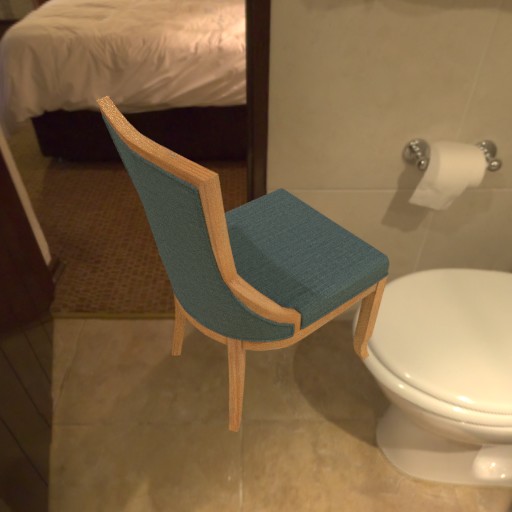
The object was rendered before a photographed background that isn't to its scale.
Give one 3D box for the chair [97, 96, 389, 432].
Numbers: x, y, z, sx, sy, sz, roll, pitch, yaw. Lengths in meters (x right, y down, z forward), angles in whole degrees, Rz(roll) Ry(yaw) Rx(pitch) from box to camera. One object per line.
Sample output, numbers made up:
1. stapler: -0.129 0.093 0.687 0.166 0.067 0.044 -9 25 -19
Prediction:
1. chair: 0.000 0.000 1.321 0.641 0.947 0.524 -27 47 -28
